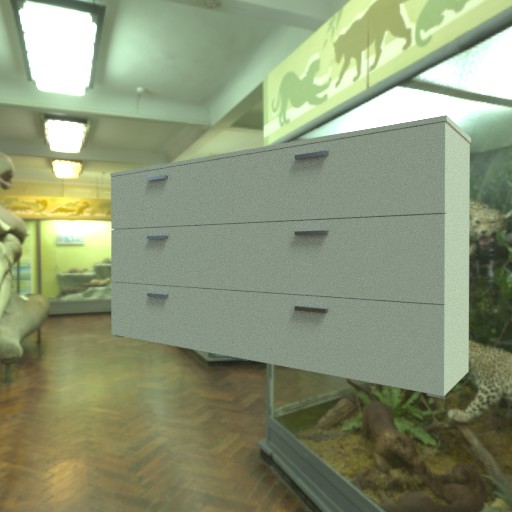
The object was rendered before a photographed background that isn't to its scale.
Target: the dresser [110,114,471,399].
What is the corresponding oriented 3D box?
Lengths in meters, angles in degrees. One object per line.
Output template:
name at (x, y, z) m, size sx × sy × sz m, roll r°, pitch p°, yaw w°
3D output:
dresser at (0.000, 0.000, 1.803) m, size 1.535 × 0.790 × 0.333 m, roll 0°, pitch 1°, yaw 37°
